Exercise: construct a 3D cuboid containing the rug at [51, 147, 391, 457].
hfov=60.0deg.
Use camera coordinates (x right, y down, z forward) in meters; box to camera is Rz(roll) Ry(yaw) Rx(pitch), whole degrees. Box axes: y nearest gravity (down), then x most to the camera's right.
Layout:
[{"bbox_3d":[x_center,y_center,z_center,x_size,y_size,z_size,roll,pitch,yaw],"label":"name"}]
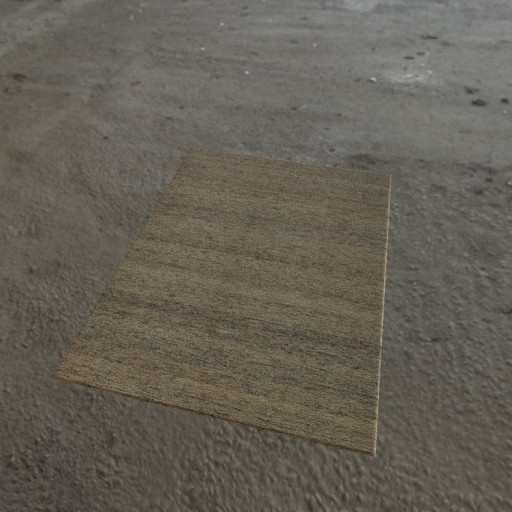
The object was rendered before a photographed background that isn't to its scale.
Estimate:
[{"bbox_3d":[0.000,0.000,4.214,2.414,0.036,3.199,10,48,9],"label":"rug"}]
